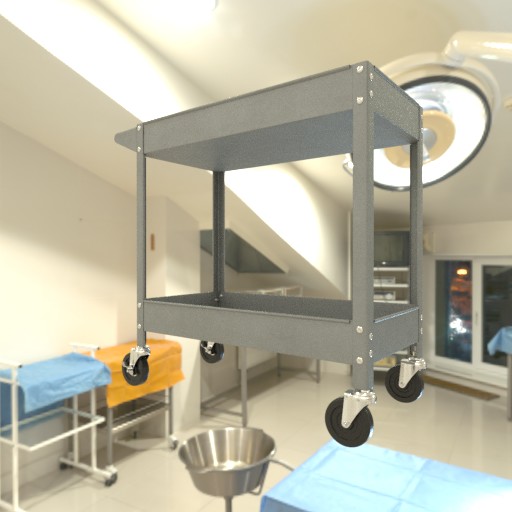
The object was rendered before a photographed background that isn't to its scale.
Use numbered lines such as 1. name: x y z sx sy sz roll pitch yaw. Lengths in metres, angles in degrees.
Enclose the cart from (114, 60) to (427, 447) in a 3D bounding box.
1. cart: 0.000 0.000 1.167 0.779 0.719 0.366 0 0 37
